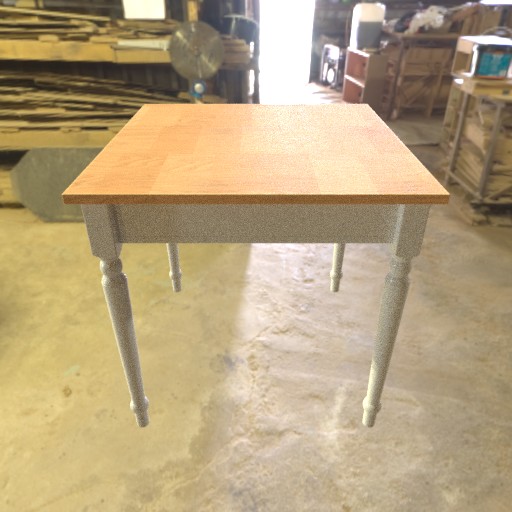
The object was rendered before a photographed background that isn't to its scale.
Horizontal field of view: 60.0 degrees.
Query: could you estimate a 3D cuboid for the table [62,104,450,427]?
[{"bbox_3d":[0.000,0.000,1.362,0.747,0.738,0.747,0,32,0],"label":"table"}]
